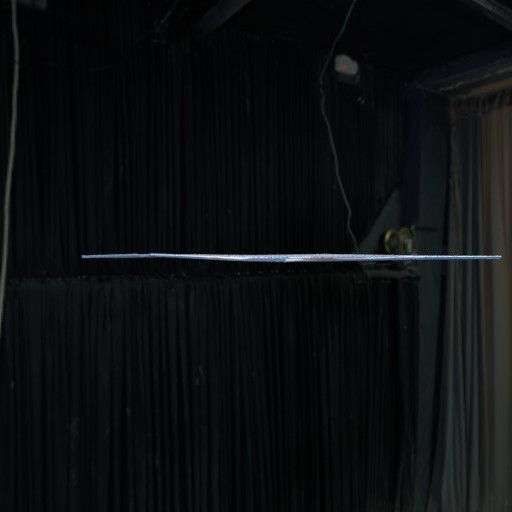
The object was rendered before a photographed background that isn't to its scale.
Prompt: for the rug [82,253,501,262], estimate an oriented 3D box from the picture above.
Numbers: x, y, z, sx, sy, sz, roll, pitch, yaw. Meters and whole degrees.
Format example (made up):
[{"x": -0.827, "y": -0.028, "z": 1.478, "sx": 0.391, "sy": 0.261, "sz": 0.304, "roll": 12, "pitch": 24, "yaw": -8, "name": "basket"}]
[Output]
[{"x": 0.000, "y": 0.000, "z": 2.168, "sx": 1.159, "sy": 0.025, "sz": 1.793, "roll": 0, "pitch": 0, "yaw": -37, "name": "rug"}]
